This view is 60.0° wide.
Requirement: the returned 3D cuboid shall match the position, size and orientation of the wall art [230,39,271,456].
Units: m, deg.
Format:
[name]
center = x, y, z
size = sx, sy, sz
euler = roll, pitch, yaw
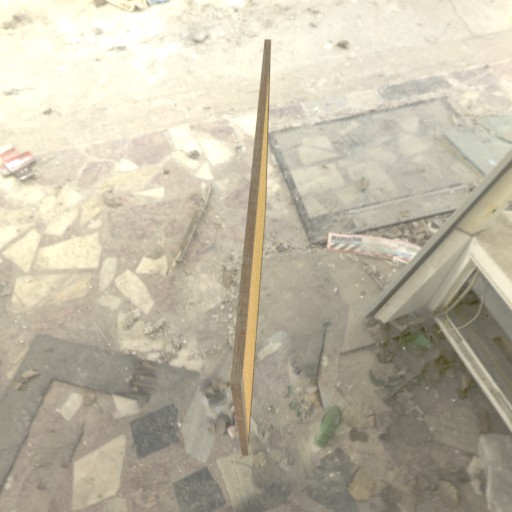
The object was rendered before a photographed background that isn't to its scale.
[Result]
[wall art]
center = 0.000, 0.000, 1.351
size = 0.019, 0.774, 1.012
euler = 3, 58, 2
